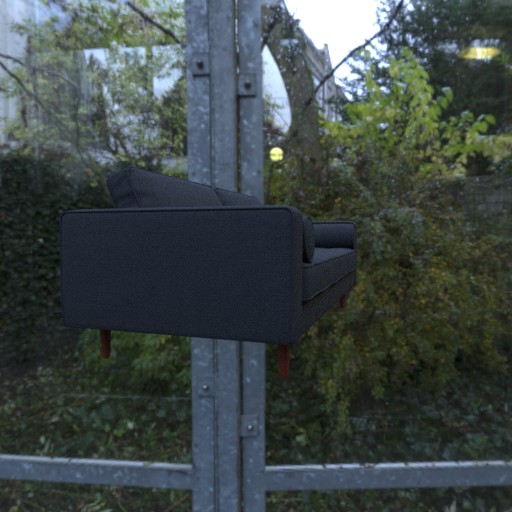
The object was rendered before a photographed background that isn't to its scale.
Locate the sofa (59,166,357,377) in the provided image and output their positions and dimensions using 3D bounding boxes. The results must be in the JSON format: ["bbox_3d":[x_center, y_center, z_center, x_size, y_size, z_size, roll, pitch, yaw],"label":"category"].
[{"bbox_3d":[0.000,0.000,2.369,0.914,0.759,1.875,1,3,19],"label":"sofa"}]
